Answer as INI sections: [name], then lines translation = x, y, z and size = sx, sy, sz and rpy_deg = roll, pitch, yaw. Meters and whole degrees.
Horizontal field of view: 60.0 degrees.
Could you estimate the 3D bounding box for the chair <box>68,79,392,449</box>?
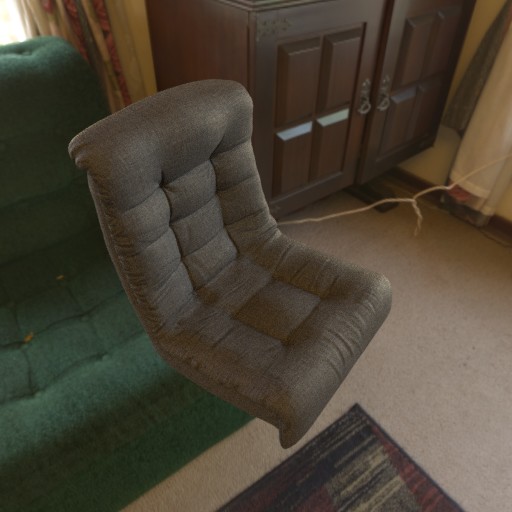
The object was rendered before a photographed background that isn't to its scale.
[chair]
translation = 0.000, 0.000, 1.206
size = 0.668, 0.749, 0.597
rpy_deg = 25, 46, 27
